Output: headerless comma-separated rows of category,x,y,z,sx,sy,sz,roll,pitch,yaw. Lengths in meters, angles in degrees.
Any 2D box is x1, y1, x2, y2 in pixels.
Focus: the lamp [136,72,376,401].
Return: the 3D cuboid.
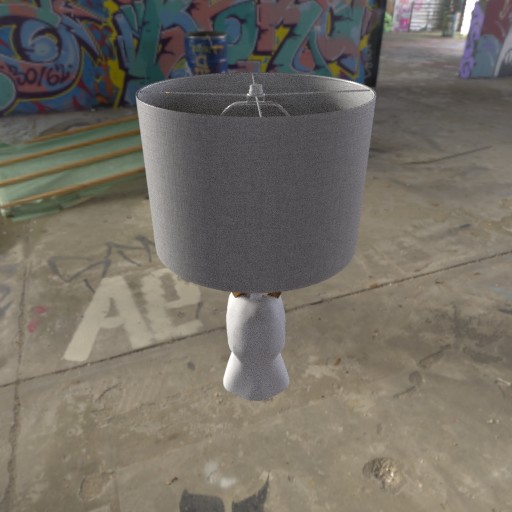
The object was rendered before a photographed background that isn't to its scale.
lamp,0.000,0.000,0.689,0.298,0.503,0.298,-1,30,-2
